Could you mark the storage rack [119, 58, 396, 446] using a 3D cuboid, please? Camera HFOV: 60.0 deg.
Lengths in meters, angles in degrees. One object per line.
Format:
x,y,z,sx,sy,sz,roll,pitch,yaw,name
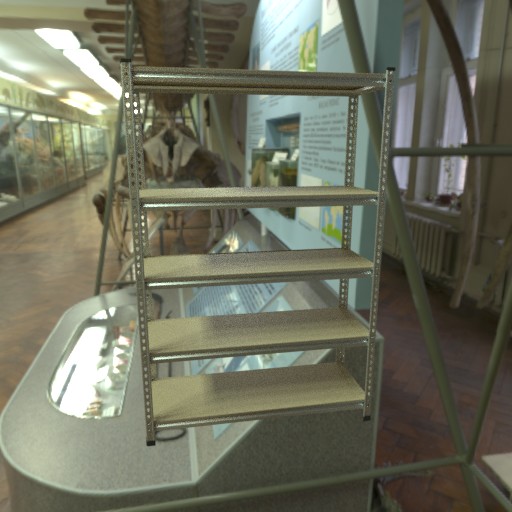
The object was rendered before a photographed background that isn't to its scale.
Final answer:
0.000,0.000,2.352,1.219,1.829,0.457,-3,14,-10,storage rack
